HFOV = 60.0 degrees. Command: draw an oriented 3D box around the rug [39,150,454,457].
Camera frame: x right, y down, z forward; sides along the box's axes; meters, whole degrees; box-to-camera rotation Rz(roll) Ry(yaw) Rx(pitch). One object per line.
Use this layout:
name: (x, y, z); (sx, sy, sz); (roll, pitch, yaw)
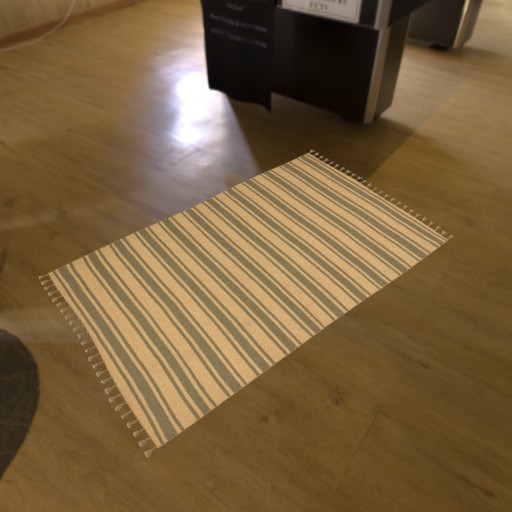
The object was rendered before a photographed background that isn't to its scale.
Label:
rug: (0.000, 0.000, 2.532); (2.084, 0.009, 1.222); (-29, 52, -26)
